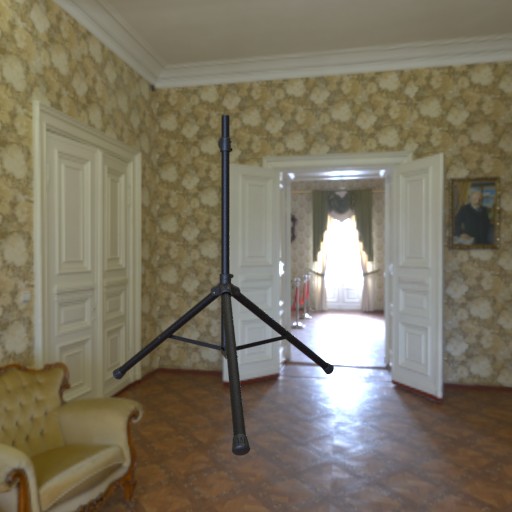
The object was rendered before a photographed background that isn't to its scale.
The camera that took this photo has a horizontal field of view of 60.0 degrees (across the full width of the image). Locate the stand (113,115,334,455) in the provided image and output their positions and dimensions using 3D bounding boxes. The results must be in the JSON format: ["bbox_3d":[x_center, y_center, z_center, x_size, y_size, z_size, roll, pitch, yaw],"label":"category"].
[{"bbox_3d":[0.000,0.000,1.888,0.907,1.136,1.045,0,0,-35],"label":"stand"}]
